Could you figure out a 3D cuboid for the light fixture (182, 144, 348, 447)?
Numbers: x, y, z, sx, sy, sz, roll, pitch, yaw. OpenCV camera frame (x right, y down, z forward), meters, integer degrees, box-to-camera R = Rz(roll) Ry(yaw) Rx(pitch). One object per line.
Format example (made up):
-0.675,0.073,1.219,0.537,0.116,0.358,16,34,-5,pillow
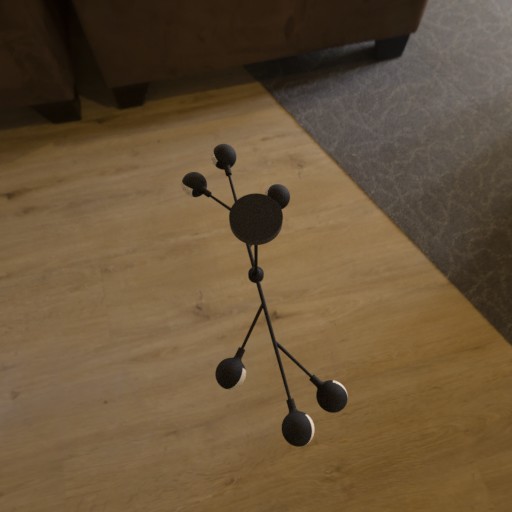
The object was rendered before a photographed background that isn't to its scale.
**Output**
0.000,0.000,0.996,0.434,0.362,0.778,1,66,1,light fixture
